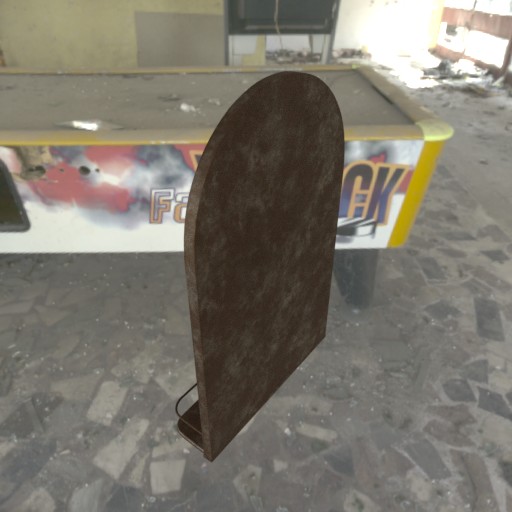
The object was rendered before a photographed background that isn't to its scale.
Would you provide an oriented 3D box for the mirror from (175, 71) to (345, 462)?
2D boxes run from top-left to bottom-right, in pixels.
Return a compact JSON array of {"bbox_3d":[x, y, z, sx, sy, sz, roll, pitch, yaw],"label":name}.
[{"bbox_3d":[0.000,0.000,0.980,0.137,0.770,0.510,22,38,31],"label":"mirror"}]
